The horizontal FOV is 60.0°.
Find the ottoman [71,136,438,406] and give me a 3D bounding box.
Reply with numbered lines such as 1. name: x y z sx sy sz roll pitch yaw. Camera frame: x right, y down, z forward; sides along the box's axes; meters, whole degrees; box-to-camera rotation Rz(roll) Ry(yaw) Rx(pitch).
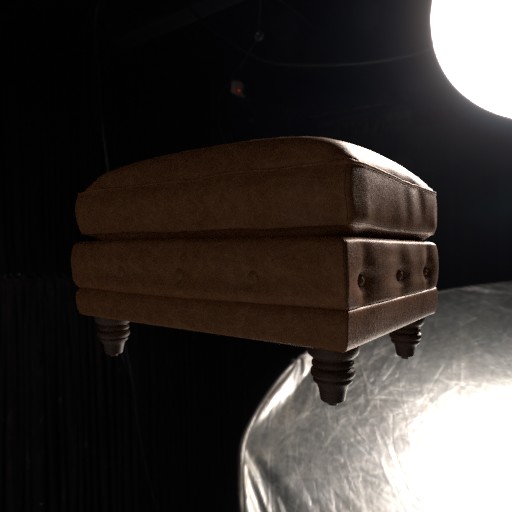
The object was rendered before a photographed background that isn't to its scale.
1. ottoman: 0.000 0.000 1.052 0.710 0.480 0.533 1 1 36
